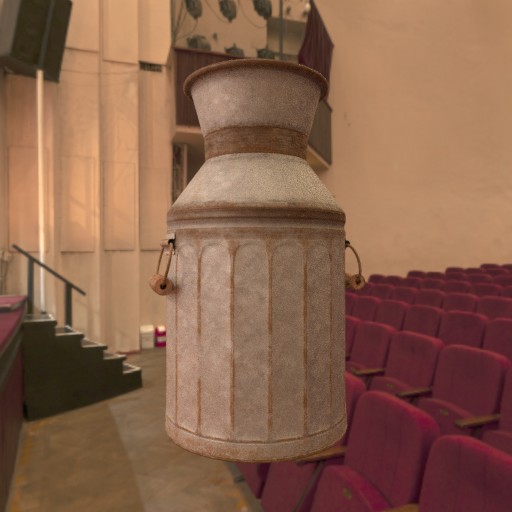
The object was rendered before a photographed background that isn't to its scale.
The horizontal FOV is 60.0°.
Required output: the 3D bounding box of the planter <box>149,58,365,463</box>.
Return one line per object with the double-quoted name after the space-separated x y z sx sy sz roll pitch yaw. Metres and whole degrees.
0.000 0.000 0.527 0.245 0.396 0.214 0 1 -17 "planter"
